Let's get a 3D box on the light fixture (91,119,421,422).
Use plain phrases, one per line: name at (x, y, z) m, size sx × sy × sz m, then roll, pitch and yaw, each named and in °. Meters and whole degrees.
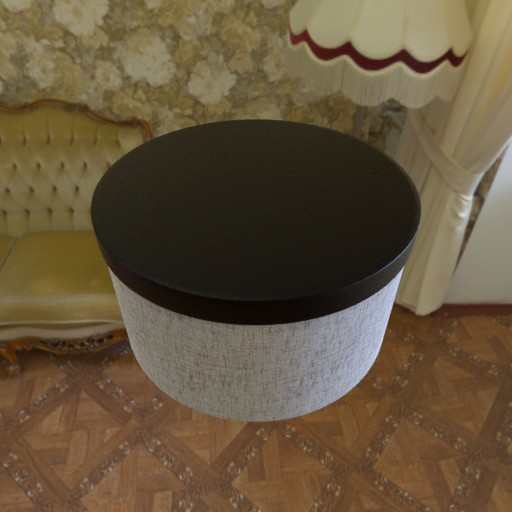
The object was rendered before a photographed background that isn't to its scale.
light fixture at (0.000, 0.000, 0.614) m, size 0.389 × 0.229 × 0.389 m, roll 0°, pitch 40°, yaw 0°
